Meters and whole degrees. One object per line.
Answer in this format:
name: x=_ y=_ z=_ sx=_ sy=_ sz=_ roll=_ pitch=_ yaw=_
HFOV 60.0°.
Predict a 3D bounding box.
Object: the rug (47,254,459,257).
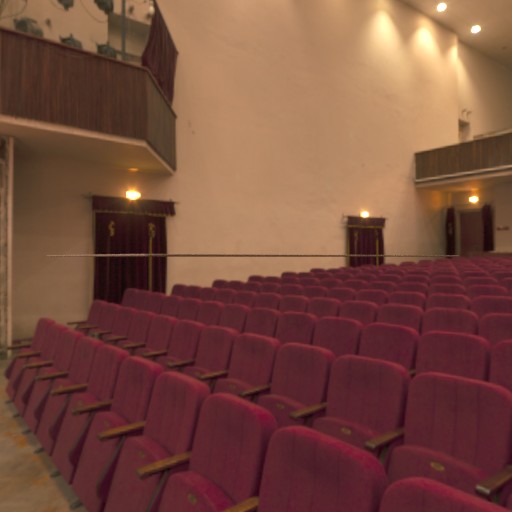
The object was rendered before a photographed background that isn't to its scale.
rug: x=0.000 y=0.000 z=2.949 sx=2.238 sy=0.008 sz=1.593 roll=0 pitch=0 yaw=-37
